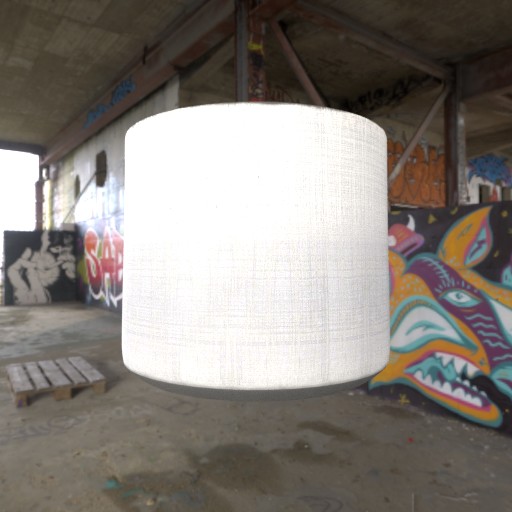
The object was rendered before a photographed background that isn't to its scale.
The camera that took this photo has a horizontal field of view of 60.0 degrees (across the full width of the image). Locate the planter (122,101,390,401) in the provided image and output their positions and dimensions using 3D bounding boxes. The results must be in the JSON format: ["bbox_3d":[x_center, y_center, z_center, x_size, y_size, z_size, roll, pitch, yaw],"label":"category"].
[{"bbox_3d":[0.000,0.000,0.439,0.254,0.221,0.254,0,-1,0],"label":"planter"}]
